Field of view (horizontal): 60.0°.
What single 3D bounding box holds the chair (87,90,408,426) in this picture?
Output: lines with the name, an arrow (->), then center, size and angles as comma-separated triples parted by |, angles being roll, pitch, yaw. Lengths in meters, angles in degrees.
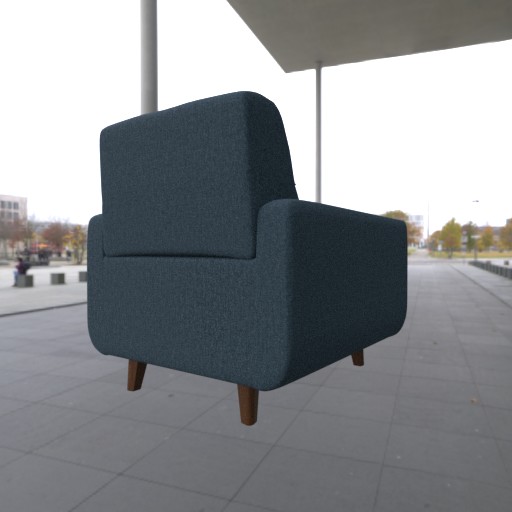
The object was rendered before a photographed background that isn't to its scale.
chair -> 0.000, 0.000, 1.718 | 0.880, 0.940, 0.964 | 1, 1, 36
